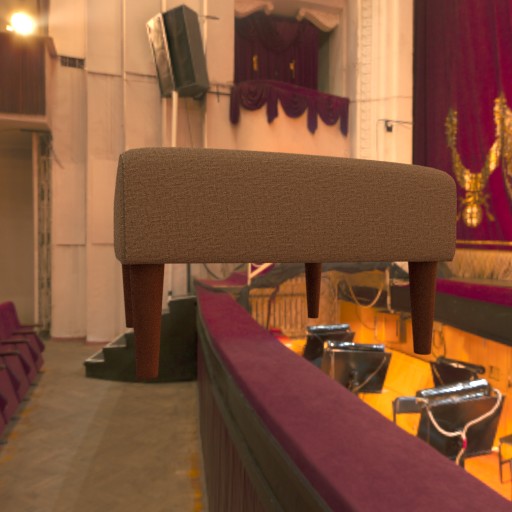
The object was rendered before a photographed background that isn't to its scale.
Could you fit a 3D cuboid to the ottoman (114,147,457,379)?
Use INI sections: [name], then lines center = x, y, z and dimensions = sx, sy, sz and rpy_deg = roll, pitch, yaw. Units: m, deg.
[ottoman]
center = 0.000, 0.000, 1.069
dimensions = 0.650, 0.398, 0.649
rpy_deg = 0, 1, -18
